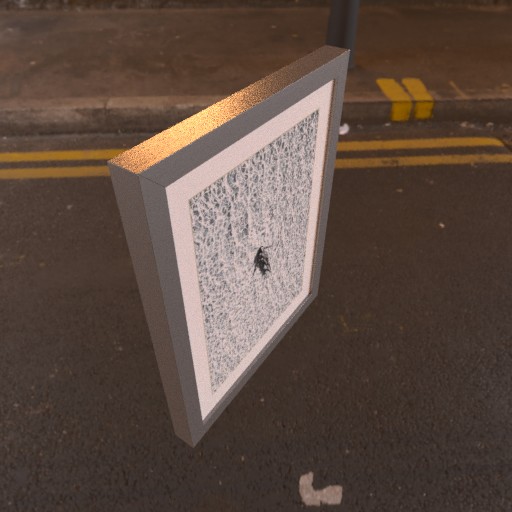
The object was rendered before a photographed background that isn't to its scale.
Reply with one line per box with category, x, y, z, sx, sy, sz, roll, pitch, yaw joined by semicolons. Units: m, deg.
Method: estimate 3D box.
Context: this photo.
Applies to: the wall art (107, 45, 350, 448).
wall art;0.000;0.000;0.510;0.030;0.379;0.308;25;47;25
